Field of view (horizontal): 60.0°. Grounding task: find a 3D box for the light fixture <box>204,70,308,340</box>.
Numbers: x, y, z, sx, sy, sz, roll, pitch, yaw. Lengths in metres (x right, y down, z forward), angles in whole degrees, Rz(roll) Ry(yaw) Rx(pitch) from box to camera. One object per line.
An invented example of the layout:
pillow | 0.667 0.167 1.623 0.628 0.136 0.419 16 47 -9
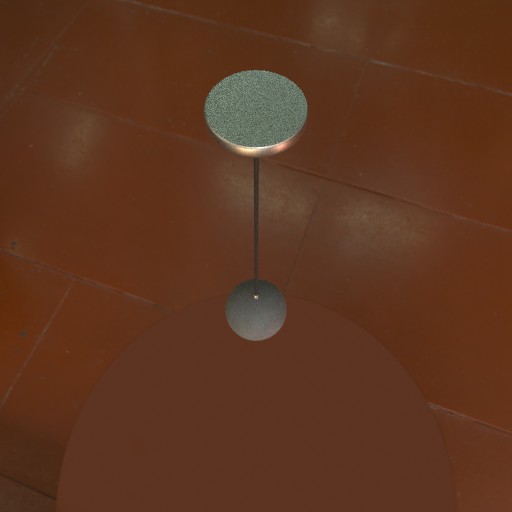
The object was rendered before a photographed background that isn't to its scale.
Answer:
light fixture | 0.000 0.000 0.842 0.153 0.760 0.153 -33 68 -15
